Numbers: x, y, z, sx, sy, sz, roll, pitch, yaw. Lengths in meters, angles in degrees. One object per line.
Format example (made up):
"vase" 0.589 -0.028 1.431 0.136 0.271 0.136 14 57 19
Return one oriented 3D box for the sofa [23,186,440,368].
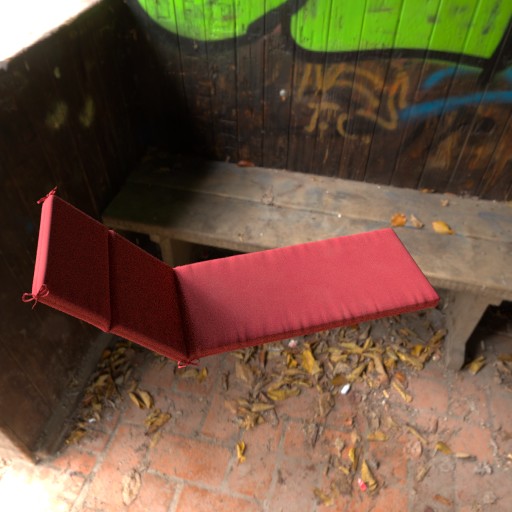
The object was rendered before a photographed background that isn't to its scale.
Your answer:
"sofa" 0.000 0.000 1.922 1.663 0.622 0.582 -10 47 -10
